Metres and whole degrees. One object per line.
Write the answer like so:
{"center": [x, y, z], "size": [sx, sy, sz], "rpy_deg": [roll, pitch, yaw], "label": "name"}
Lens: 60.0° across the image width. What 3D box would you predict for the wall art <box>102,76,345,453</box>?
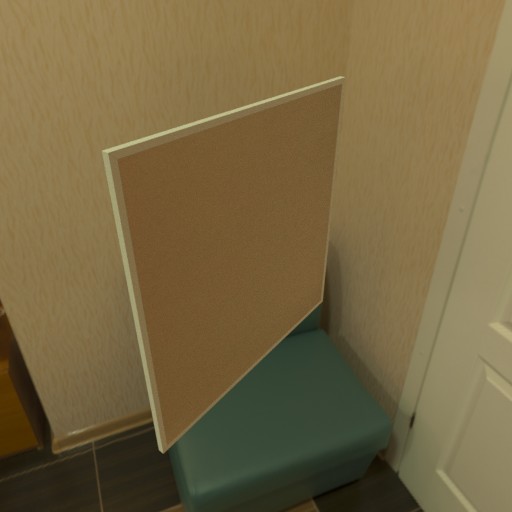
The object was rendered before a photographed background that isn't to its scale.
{"center": [0.000, 0.000, 0.836], "size": [0.012, 0.557, 0.557], "rpy_deg": [23, 39, 31], "label": "wall art"}
